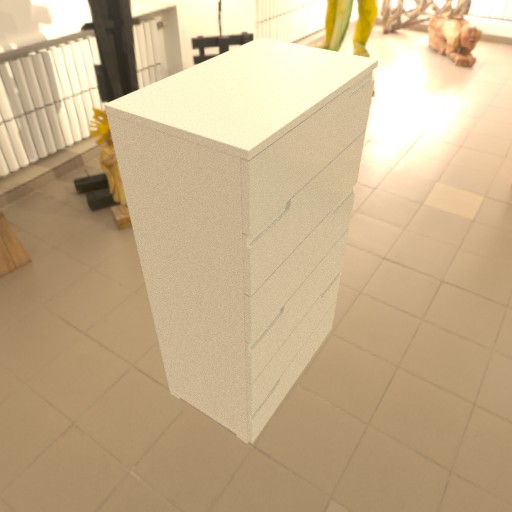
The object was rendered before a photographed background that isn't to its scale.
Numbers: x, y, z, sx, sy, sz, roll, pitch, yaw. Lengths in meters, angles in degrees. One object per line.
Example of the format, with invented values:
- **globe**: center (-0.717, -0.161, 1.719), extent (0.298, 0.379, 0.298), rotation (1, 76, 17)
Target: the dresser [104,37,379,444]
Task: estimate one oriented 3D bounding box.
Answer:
- **dresser**: center (0.000, 0.000, 1.519), extent (0.400, 1.190, 0.650), rotation (24, 46, 25)
